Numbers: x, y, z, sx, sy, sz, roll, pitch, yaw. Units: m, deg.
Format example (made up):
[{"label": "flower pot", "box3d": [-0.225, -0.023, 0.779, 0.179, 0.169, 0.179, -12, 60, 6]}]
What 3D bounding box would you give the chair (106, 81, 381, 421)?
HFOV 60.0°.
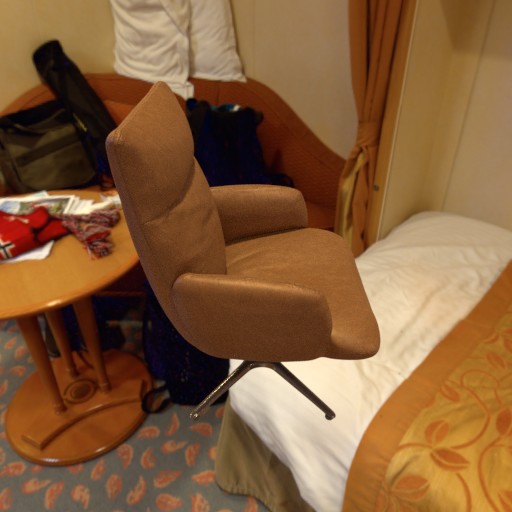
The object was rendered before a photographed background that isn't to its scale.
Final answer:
[{"label": "chair", "box3d": [0.000, 0.000, 1.516, 0.794, 1.027, 0.711, 0, 32, 0]}]
